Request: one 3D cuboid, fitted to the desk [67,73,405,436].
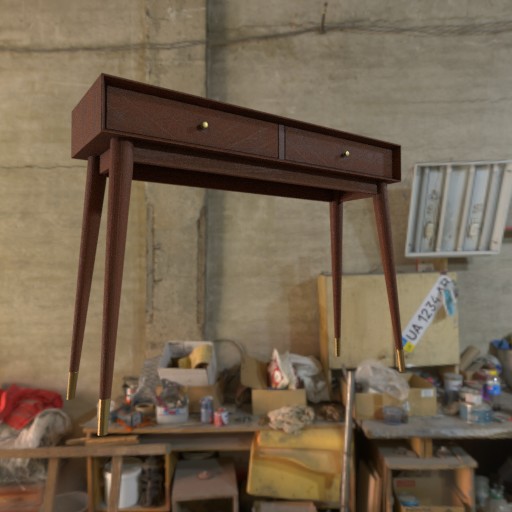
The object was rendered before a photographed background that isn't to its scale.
[{"bbox_3d":[0.000,0.000,1.604,1.204,0.917,0.384,1,-2,-34],"label":"desk"}]
